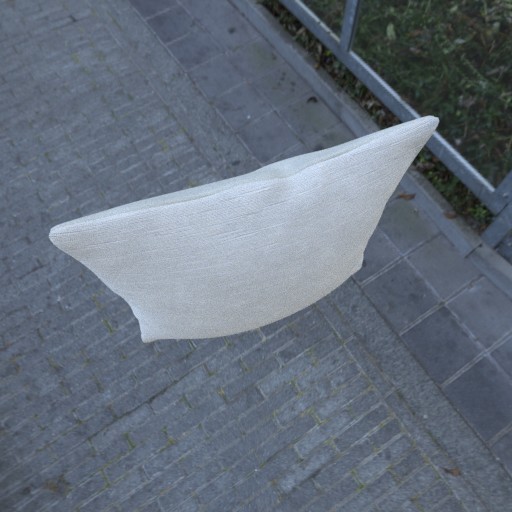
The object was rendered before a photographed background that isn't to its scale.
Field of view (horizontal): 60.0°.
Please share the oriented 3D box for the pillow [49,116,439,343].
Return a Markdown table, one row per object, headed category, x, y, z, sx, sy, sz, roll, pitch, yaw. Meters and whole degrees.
| category | x | y | z | sx | sy | sz | roll | pitch | yaw |
| --- | --- | --- | --- | --- | --- | --- | --- | --- | --- |
| pillow | 0.000 | 0.000 | 0.651 | 0.437 | 0.420 | 0.162 | -18 | 66 | -9 |
